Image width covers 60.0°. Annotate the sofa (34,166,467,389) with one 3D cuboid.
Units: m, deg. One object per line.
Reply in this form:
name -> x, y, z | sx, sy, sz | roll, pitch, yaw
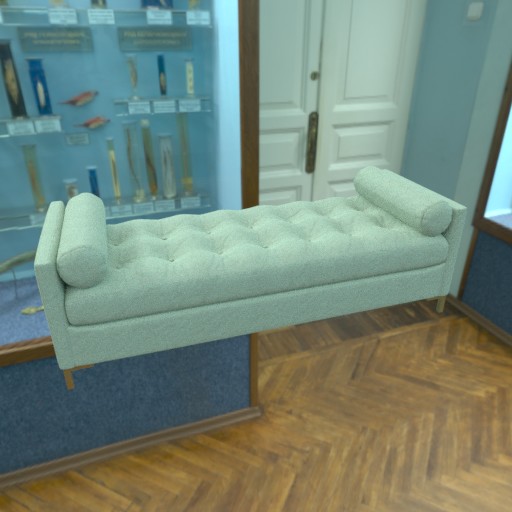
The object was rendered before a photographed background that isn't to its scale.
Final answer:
sofa -> 0.000, 0.000, 2.468 | 2.102, 0.705, 0.796 | -8, 28, -16
